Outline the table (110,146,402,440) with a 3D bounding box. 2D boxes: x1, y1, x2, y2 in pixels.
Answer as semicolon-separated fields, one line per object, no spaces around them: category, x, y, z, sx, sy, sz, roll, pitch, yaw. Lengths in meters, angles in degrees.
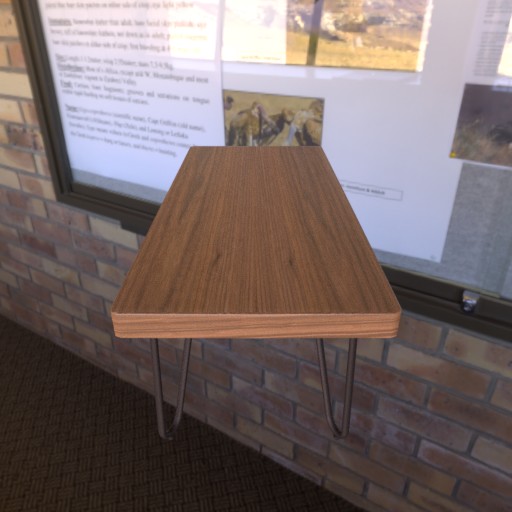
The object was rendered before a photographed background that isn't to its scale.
table;0.000;0.000;1.658;0.637;0.468;1.375;0;29;0
